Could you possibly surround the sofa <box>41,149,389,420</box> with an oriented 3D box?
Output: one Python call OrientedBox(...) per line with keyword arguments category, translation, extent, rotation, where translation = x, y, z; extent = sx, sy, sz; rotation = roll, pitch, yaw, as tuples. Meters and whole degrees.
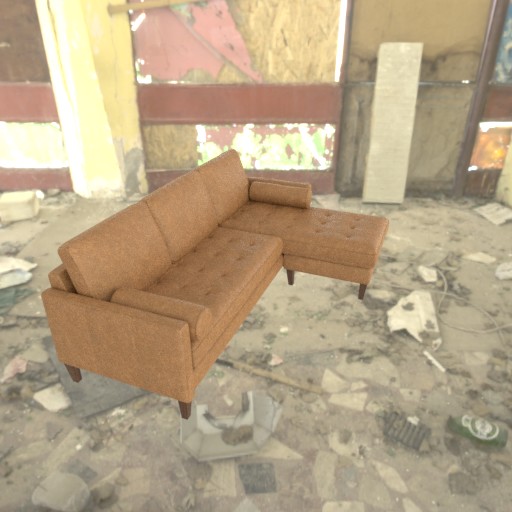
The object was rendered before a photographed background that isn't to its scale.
OrientedBox(category="sofa", translation=(0.000, 0.000, 2.961), extent=(1.506, 0.876, 2.178), rotation=(11, 30, 19))
